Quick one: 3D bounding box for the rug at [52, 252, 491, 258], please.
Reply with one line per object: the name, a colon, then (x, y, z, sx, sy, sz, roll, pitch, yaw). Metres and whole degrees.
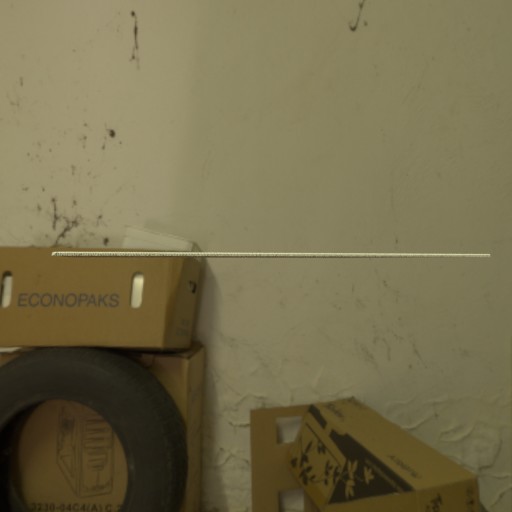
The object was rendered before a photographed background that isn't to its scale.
rug: (0.000, 0.000, 2.212, 1.747, 0.011, 1.217, 0, -1, -19)
